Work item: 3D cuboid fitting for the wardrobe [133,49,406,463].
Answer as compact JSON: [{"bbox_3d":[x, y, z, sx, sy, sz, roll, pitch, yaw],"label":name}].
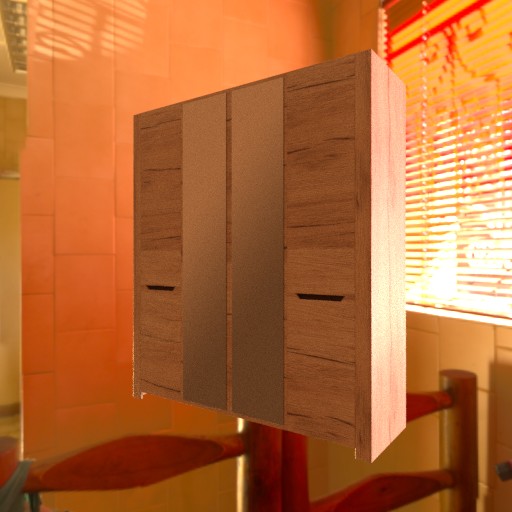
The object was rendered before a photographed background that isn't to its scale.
[{"bbox_3d":[0.000,0.000,2.965,1.810,2.070,0.580,0,0,35],"label":"wardrobe"}]
